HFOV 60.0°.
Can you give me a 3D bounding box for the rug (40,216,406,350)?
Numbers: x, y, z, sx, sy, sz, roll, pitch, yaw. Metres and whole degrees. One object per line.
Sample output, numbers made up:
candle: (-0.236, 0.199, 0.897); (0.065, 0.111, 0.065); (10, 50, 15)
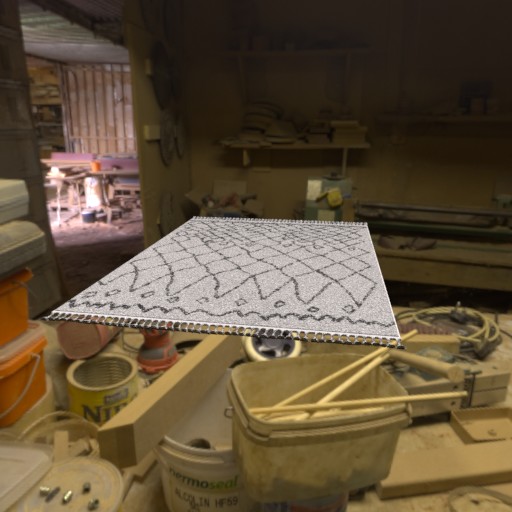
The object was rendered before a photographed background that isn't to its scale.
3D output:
rug: (0.000, 0.000, 2.984); (1.613, 0.017, 2.312); (3, 17, 9)
